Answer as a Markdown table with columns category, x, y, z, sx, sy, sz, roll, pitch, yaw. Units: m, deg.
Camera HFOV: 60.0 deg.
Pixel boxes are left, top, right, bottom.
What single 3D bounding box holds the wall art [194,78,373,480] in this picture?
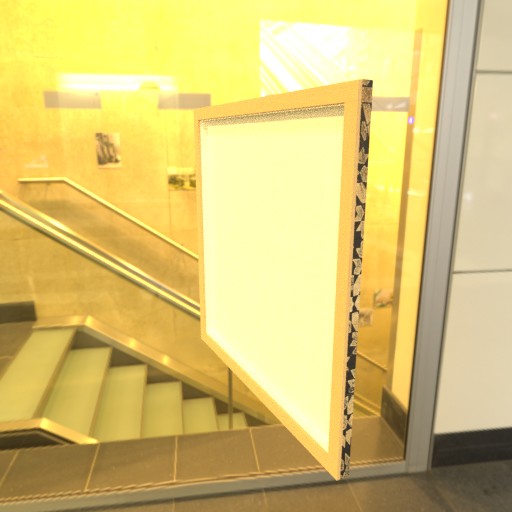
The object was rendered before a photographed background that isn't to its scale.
| category | x | y | z | sx | sy | sz | roll | pitch | yaw |
| --- | --- | --- | --- | --- | --- | --- | --- | --- | --- |
| wall art | 0.000 | 0.000 | 1.359 | 0.038 | 0.914 | 0.914 | -7 | 16 | -27 |
